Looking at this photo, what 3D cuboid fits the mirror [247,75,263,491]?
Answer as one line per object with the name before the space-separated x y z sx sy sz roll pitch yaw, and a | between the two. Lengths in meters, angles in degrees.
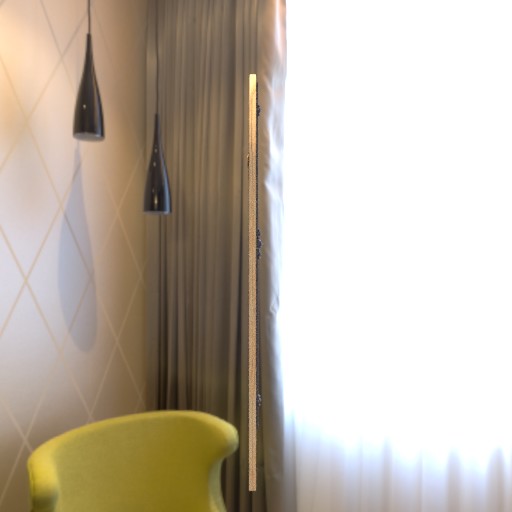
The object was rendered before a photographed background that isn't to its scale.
mirror | 0.000 0.000 1.169 0.032 0.915 0.609 0 0 0
